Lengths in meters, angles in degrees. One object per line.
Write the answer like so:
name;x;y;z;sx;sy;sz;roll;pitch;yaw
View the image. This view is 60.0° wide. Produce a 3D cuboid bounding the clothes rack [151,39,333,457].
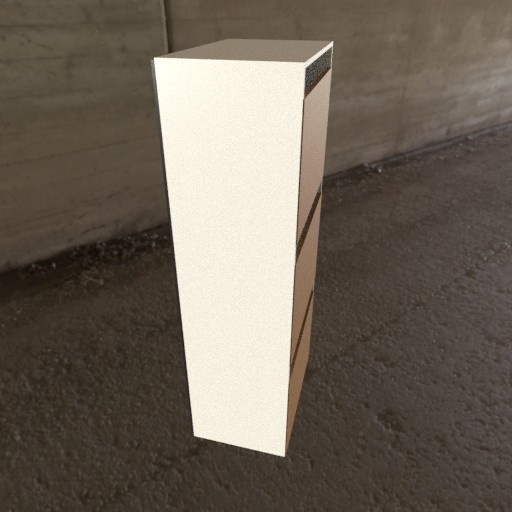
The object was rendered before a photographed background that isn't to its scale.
clothes rack;0.000;0.000;1.392;0.330;1.187;0.500;8;31;13
